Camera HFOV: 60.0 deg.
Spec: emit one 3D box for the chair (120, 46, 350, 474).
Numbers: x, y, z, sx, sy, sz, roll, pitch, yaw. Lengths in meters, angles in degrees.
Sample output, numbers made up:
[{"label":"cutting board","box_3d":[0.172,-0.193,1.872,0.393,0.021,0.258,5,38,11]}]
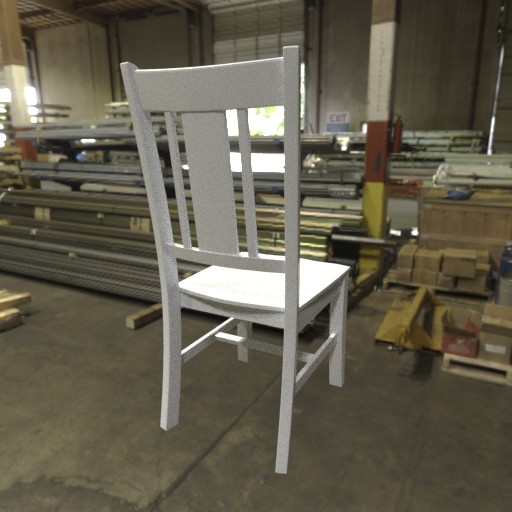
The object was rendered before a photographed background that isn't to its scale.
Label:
[{"label":"chair","box_3d":[0.000,0.000,1.279,0.450,0.998,0.555,8,17,27]}]
